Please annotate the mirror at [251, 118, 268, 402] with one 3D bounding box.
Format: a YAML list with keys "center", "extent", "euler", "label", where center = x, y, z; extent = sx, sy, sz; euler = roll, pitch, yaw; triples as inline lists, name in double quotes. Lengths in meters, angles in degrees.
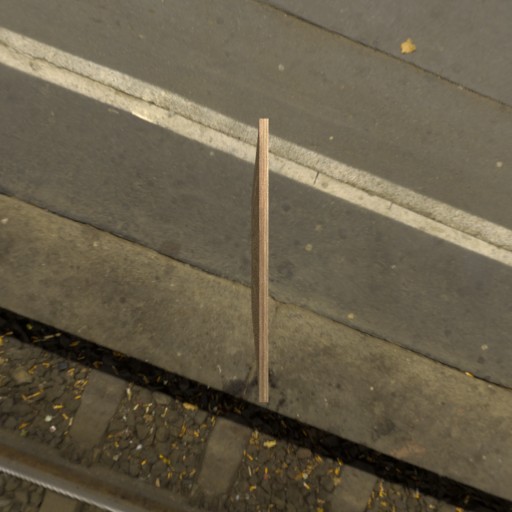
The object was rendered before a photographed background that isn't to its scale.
- center: [0.000, 0.000, 2.286]
  extent: [0.025, 2.032, 0.812]
  euler: [0, 91, -1]
  label: "mirror"
